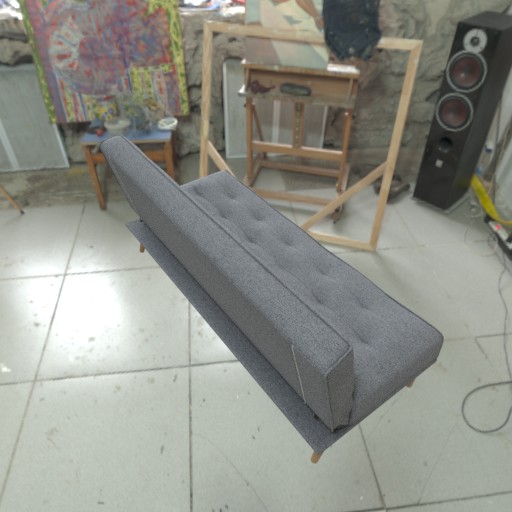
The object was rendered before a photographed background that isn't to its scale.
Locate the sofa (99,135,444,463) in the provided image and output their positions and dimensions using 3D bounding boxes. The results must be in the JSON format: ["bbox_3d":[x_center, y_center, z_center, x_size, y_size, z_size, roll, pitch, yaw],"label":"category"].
[{"bbox_3d":[0.000,0.000,2.307,0.810,0.830,1.820,-26,48,-26],"label":"sofa"}]
